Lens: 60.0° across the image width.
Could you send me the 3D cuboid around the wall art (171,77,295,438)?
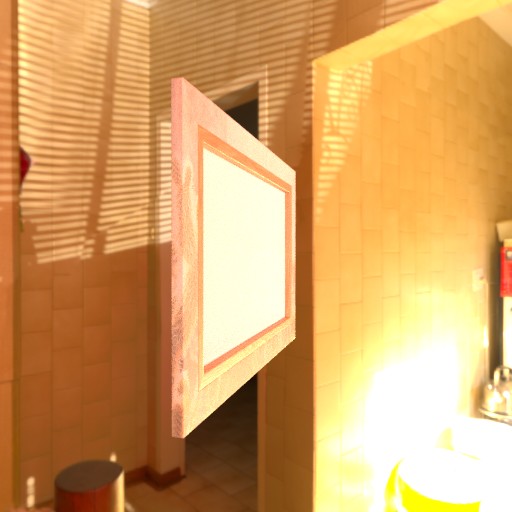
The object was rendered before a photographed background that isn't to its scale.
[{"bbox_3d":[0.000,0.000,1.974,0.038,1.012,1.525,0,1,17],"label":"wall art"}]
